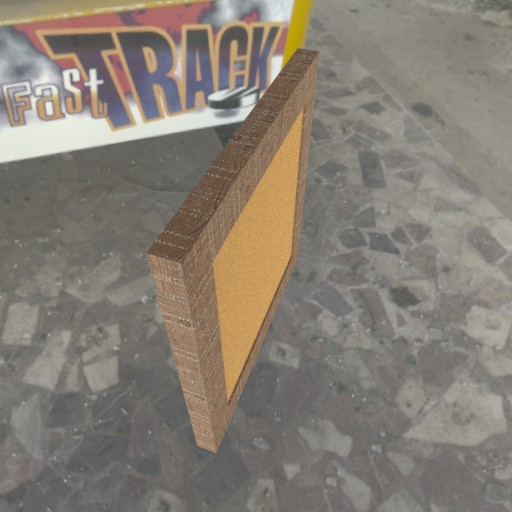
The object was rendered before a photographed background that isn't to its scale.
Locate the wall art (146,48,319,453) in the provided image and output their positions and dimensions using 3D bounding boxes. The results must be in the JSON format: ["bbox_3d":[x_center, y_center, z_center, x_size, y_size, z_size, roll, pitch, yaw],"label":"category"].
[{"bbox_3d":[0.000,0.000,0.806,0.040,0.531,0.531,15,49,14],"label":"wall art"}]
